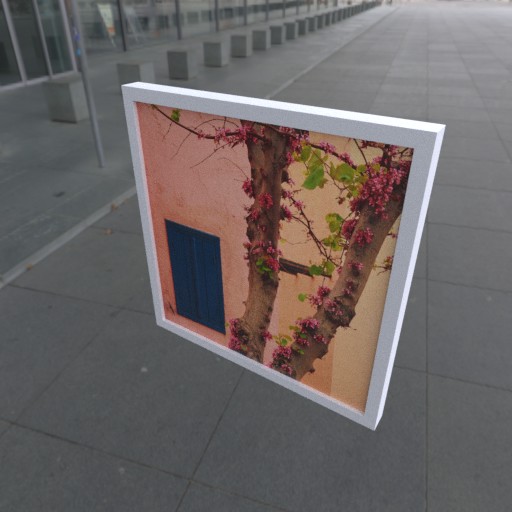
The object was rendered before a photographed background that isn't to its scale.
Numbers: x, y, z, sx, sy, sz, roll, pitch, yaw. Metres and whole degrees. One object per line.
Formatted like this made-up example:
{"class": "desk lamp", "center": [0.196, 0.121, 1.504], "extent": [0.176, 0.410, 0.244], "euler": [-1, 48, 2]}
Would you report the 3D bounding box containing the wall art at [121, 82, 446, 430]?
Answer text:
{"class": "wall art", "center": [0.000, 0.000, 0.757], "extent": [0.507, 0.508, 0.038], "euler": [19, 36, 28]}
